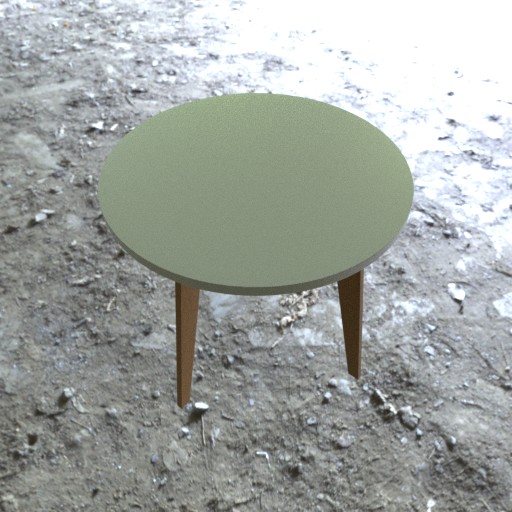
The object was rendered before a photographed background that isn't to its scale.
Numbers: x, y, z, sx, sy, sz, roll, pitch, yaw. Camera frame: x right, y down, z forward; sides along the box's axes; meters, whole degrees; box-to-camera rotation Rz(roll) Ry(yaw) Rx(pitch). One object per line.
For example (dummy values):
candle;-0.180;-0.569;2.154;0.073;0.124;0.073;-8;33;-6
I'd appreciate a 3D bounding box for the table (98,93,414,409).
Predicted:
table;0.000;0.000;1.570;0.896;0.762;0.896;0;47;0
